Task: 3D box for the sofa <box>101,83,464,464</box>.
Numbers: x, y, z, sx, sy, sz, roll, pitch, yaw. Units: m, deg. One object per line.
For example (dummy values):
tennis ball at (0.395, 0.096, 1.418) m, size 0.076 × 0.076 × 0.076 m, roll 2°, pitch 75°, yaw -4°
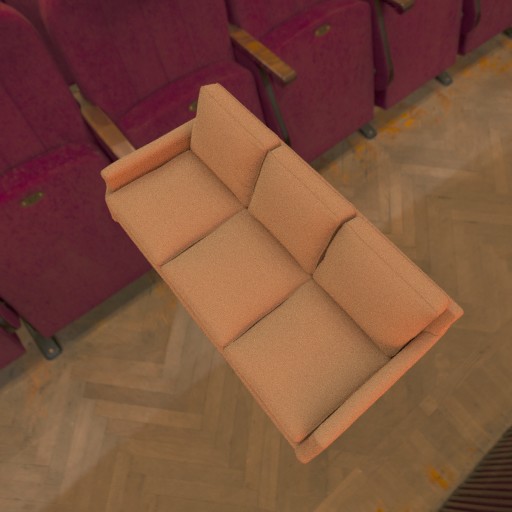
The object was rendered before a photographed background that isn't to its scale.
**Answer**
sofa at (0.000, 0.000, 2.854) m, size 1.084 × 1.003 × 2.246 m, roll -35°, pitch 68°, yaw -17°
